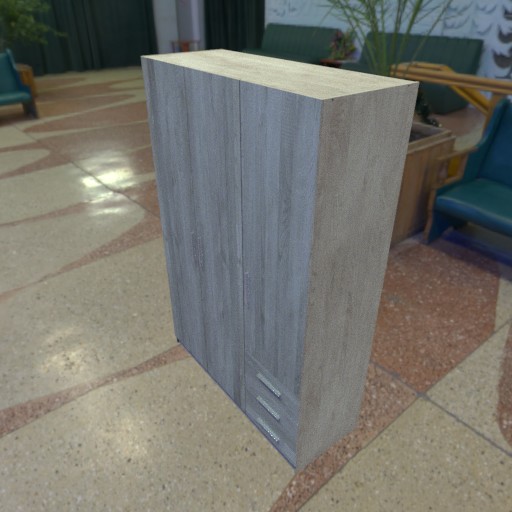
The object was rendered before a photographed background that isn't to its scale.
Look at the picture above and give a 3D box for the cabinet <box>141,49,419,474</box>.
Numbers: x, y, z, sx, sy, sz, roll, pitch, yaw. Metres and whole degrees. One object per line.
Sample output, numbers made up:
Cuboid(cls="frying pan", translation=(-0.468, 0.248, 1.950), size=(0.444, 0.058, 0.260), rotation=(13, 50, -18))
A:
Cuboid(cls="cabinet", translation=(0.000, 0.000, 2.412), size=(0.510, 1.910, 1.290), rotation=(-22, 37, -31))
